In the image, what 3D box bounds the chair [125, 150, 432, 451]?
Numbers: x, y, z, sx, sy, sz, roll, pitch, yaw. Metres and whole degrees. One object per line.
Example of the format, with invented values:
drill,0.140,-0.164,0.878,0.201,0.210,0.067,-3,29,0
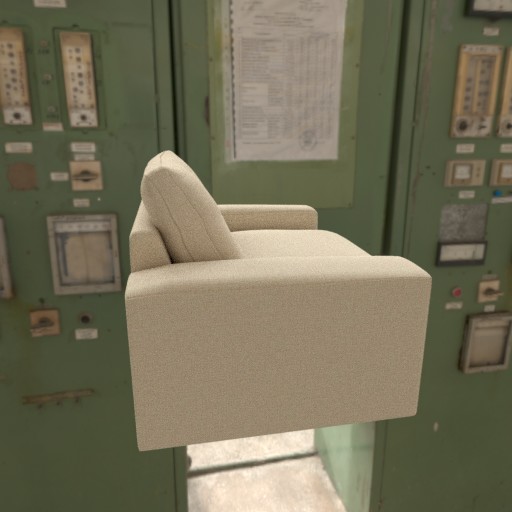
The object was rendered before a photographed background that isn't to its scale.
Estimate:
chair,0.000,0.000,2.045,1.039,0.915,1.398,-3,16,-11
